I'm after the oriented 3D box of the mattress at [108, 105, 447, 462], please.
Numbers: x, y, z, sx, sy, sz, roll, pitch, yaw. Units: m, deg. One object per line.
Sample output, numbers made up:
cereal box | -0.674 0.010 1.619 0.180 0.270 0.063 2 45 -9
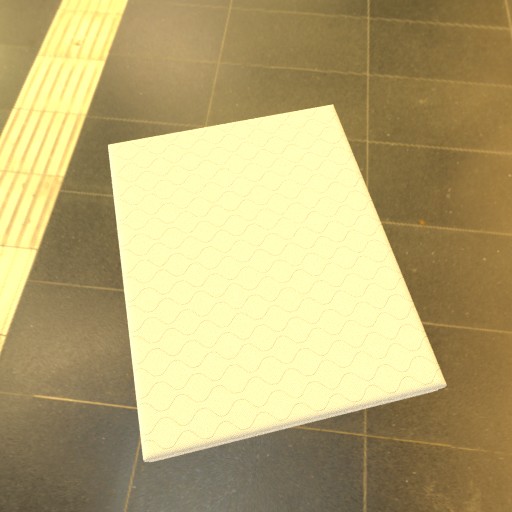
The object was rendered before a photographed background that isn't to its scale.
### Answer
mattress | 0.000 0.000 2.733 1.600 0.200 2.000 -12 65 -6
